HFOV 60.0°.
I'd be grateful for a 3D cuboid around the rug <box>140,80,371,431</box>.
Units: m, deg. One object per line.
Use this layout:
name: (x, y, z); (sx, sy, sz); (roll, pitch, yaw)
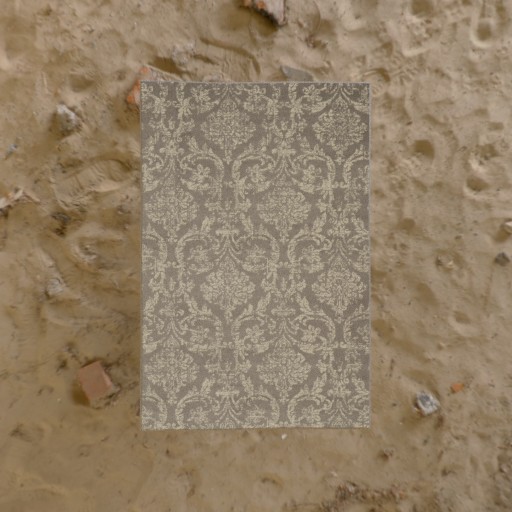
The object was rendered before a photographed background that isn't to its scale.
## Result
rug: (0.000, 0.000, 3.488); (1.819, 0.018, 2.746); (0, 90, -1)
